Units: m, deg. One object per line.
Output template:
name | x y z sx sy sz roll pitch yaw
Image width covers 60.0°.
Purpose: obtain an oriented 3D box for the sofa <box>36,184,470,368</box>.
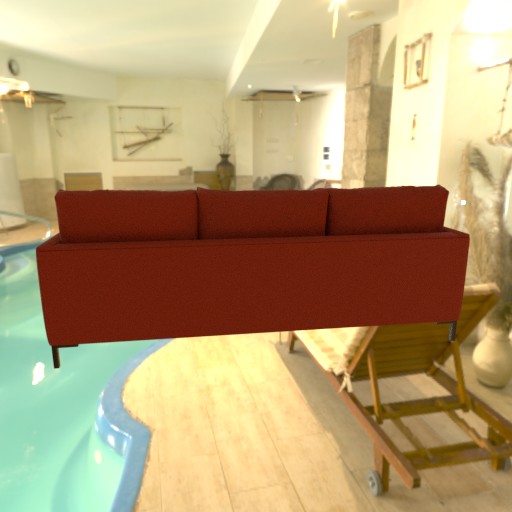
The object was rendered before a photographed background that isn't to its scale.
sofa | 0.000 0.000 2.685 2.252 0.879 0.875 -2 14 -8
